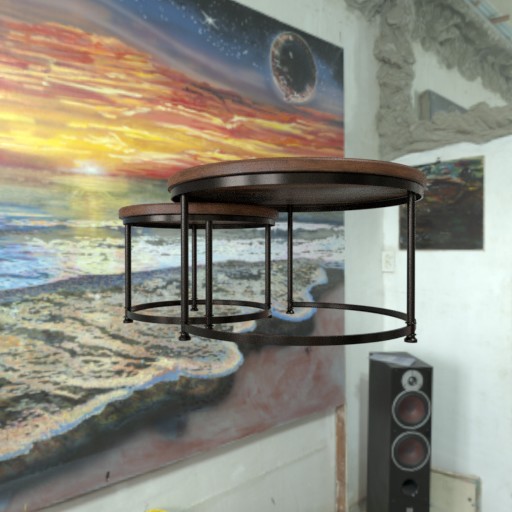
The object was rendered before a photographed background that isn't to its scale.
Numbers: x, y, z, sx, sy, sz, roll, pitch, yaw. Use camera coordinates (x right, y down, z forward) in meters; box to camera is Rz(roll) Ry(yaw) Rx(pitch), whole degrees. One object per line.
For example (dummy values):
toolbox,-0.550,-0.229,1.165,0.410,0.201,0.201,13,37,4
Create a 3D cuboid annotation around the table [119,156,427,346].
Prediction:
table,0.000,0.000,1.605,1.152,0.516,0.870,0,1,19
